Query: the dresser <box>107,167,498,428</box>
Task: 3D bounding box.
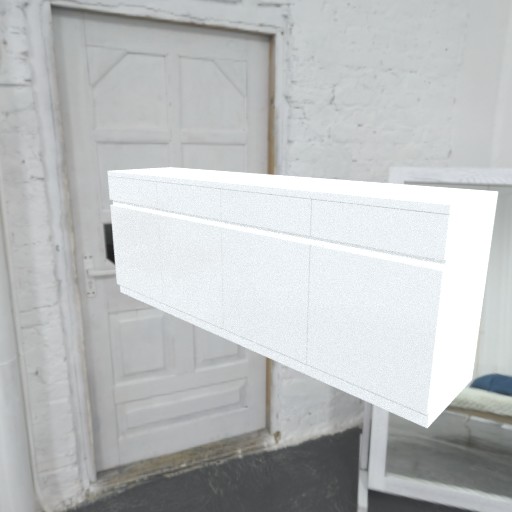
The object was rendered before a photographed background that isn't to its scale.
[{"bbox_3d":[0.000,0.000,2.438,2.200,0.840,0.500,14,20,42],"label":"dresser"}]
